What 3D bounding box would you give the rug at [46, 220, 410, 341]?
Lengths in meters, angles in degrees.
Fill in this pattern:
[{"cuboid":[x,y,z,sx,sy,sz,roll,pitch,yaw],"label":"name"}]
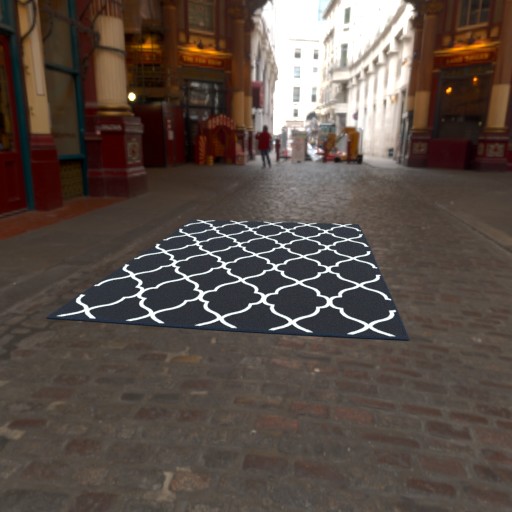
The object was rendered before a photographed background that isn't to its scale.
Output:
[{"cuboid":[0.000,0.000,2.900,1.528,0.014,2.294,2,16,8],"label":"rug"}]
